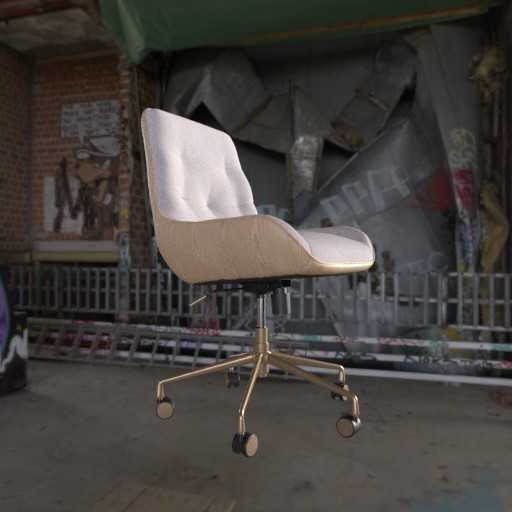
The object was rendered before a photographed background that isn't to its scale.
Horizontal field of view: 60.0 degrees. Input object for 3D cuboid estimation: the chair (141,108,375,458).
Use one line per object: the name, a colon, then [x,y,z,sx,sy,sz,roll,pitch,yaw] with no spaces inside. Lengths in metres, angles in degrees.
chair: [0.000,0.000,1.357,0.668,0.952,0.564,0,0,36]
